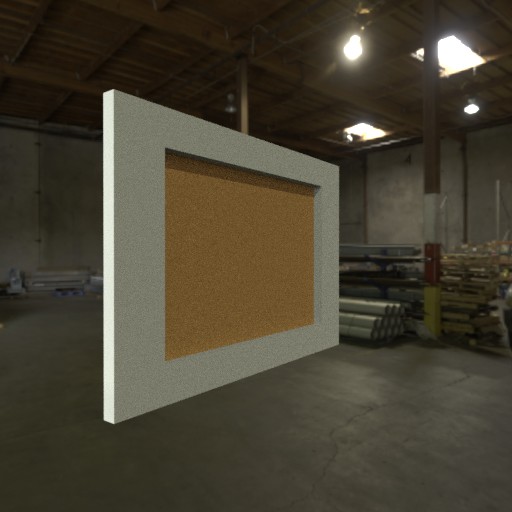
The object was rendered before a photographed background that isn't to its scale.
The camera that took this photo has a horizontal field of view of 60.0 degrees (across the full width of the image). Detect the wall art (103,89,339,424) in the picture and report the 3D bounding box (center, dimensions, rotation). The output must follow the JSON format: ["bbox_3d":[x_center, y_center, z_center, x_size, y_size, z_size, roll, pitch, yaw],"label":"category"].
[{"bbox_3d":[0.000,0.000,1.186,0.033,0.617,0.906,0,0,37],"label":"wall art"}]
